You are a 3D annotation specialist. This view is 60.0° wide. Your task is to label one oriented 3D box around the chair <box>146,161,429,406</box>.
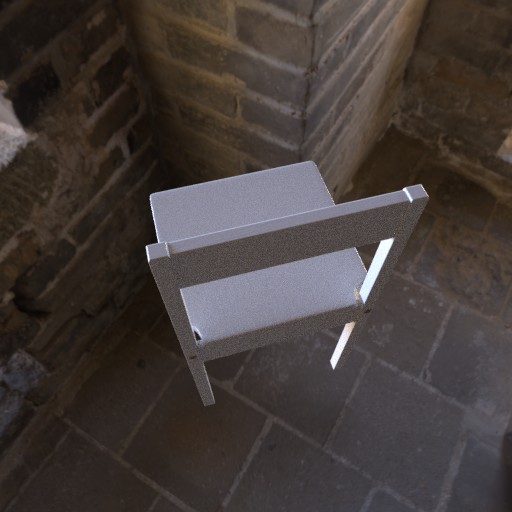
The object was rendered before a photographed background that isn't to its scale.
[{"bbox_3d":[0.000,0.000,0.905,0.367,0.668,0.361,-13,59,-8],"label":"chair"}]
